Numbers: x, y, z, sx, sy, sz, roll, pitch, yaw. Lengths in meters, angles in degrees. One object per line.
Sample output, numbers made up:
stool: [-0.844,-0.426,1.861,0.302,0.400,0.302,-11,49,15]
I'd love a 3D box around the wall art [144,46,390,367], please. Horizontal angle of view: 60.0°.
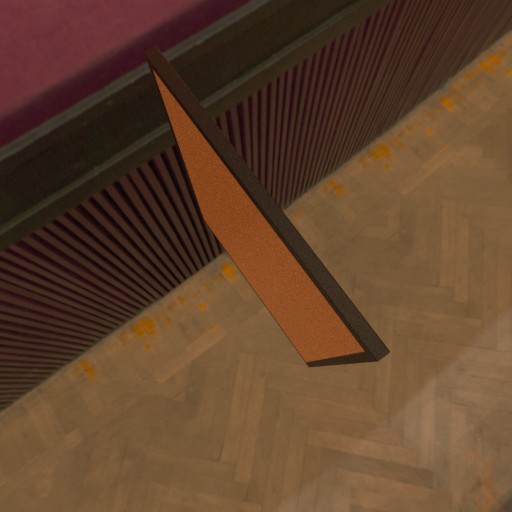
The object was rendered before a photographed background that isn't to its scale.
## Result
wall art: [0.000,0.000,1.350,0.030,1.027,0.774,-34,78,-8]
